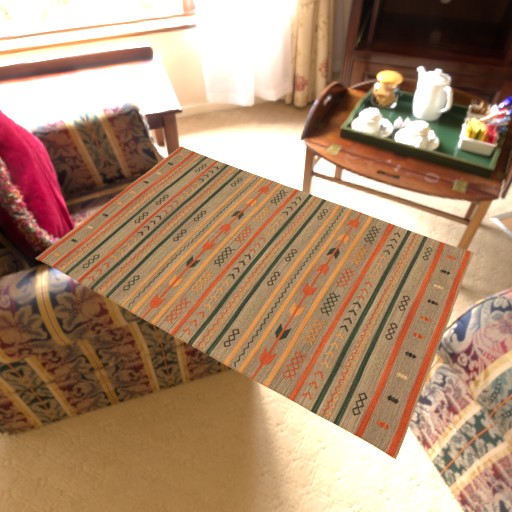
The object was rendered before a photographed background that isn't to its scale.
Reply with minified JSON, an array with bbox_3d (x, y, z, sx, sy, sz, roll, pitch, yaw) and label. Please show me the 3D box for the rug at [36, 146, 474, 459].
[{"bbox_3d":[0.000,0.000,2.913,2.439,0.029,1.537,24,51,21],"label":"rug"}]
